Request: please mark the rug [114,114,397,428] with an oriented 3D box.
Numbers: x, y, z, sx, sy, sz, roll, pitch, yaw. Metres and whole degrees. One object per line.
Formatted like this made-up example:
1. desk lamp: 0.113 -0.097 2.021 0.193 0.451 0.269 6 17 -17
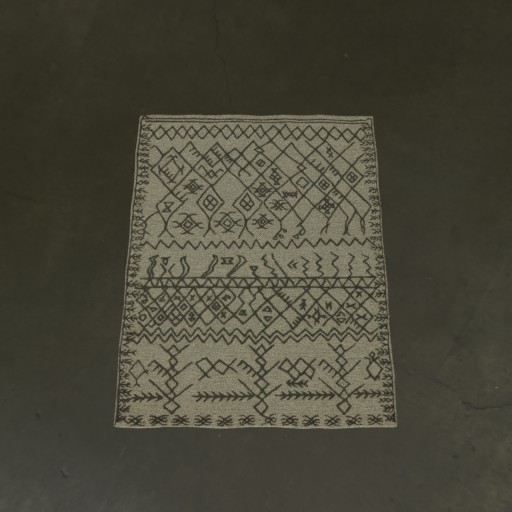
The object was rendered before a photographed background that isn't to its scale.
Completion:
1. rug: 0.000 0.000 3.370 1.964 0.025 2.455 0 74 0
